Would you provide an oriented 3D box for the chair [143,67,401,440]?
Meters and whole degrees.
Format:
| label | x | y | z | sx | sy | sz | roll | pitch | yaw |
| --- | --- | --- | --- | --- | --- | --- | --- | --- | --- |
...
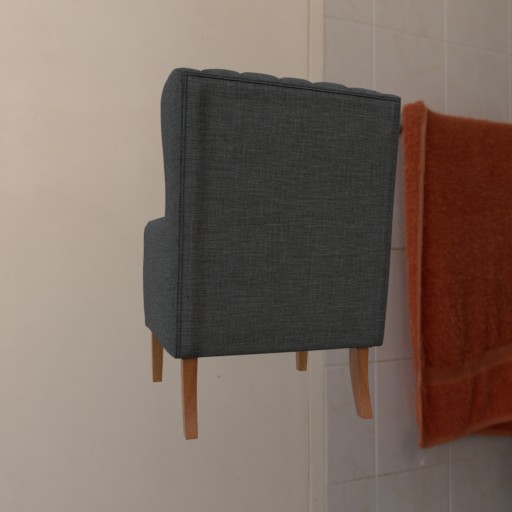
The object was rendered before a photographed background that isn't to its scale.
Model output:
| label | x | y | z | sx | sy | sz | roll | pitch | yaw |
| --- | --- | --- | --- | --- | --- | --- | --- | --- | --- |
| chair | 0.000 | 0.000 | 1.495 | 0.711 | 0.953 | 0.775 | 0 | -1 | -17 |
